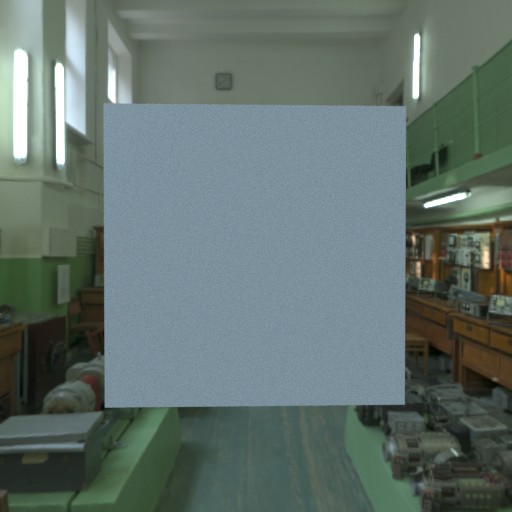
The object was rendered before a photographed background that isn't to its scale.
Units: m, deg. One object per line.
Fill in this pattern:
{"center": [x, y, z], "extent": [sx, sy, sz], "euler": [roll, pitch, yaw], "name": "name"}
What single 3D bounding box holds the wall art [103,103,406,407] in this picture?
{"center": [0.000, 0.000, 0.836], "extent": [0.559, 0.559, 0.028], "euler": [0, 1, -2], "name": "wall art"}
